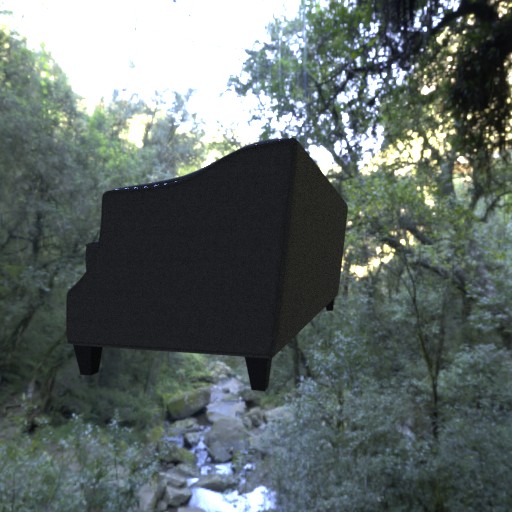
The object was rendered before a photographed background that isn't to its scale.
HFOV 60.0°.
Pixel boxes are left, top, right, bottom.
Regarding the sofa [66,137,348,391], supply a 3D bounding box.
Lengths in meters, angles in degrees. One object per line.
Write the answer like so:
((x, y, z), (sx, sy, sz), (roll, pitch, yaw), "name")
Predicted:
((0.000, 0.000, 2.643), (0.914, 0.901, 2.235), (0, 1, 16), "sofa")
